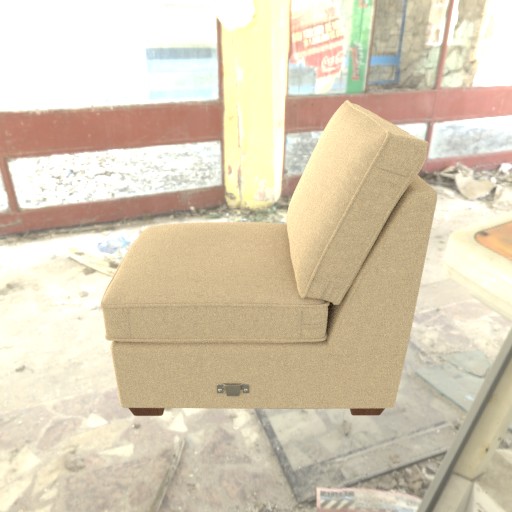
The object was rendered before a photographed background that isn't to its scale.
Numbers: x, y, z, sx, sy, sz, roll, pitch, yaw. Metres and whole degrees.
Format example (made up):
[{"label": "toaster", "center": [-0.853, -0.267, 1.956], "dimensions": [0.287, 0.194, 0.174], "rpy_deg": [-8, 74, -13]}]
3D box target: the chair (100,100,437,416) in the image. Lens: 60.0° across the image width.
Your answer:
[{"label": "chair", "center": [0.000, 0.000, 1.543], "dimensions": [0.938, 0.970, 0.621], "rpy_deg": [0, 26, 0]}]
